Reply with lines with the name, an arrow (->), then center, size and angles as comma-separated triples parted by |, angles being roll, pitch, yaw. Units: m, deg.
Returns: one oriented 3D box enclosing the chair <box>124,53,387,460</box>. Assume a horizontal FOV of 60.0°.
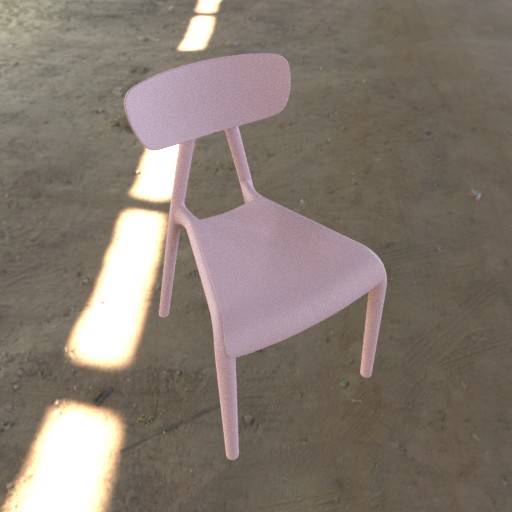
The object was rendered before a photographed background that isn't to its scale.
chair -> 0.000, 0.000, 0.814 | 0.356, 0.580, 0.401 | -23, 50, -21
